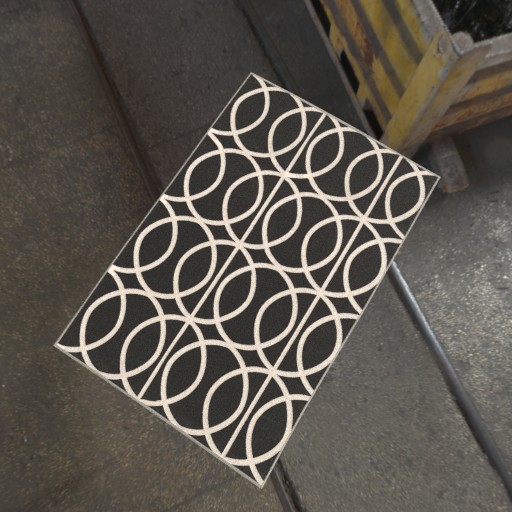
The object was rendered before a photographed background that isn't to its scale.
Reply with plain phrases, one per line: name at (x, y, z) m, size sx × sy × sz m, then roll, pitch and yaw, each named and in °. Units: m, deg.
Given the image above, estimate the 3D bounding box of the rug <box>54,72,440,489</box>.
rug at (0.000, 0.000, 2.870) m, size 1.528 × 0.014 × 2.294 m, roll 31°, pitch 78°, yaw 7°
